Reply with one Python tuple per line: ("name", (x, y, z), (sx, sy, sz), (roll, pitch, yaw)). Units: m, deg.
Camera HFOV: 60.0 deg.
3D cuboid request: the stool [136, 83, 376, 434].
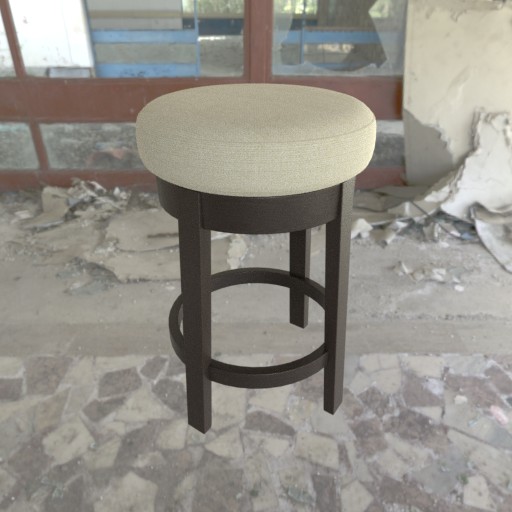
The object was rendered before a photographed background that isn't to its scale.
("stool", (0.000, 0.000, 0.948), (0.449, 0.655, 0.449), (0, 30, 0))
